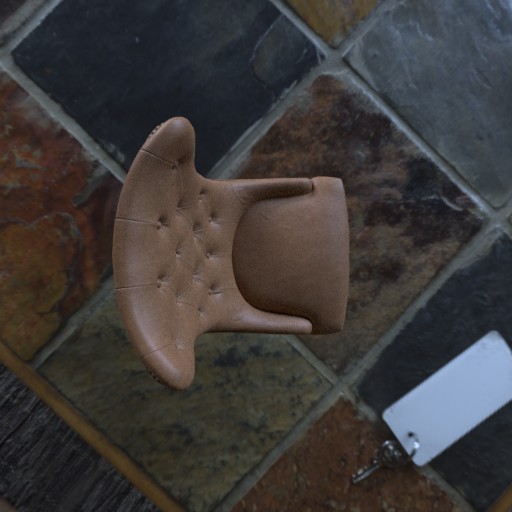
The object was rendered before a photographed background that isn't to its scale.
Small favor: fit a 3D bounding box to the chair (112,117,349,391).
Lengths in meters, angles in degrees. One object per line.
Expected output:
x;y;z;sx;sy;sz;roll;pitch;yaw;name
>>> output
0.000;0.000;1.484;0.669;1.065;0.611;0;89;-1;chair
